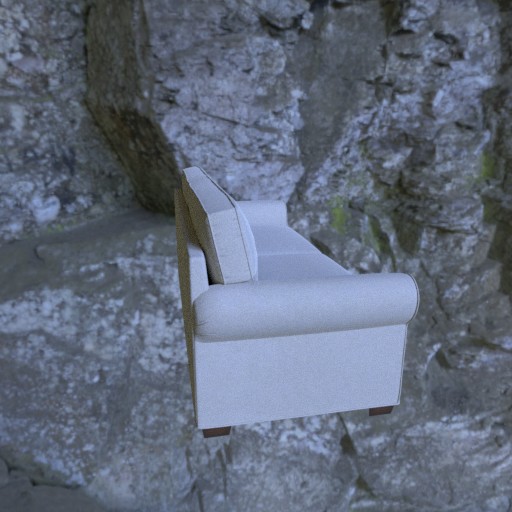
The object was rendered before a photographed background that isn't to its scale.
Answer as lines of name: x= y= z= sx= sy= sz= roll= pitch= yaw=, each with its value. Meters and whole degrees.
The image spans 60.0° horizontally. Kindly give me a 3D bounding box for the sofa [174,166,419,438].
sofa: x=0.000 y=0.000 z=2.678 sx=0.901 sy=0.962 sz=2.146 roll=-3 pitch=16 yaw=-11
